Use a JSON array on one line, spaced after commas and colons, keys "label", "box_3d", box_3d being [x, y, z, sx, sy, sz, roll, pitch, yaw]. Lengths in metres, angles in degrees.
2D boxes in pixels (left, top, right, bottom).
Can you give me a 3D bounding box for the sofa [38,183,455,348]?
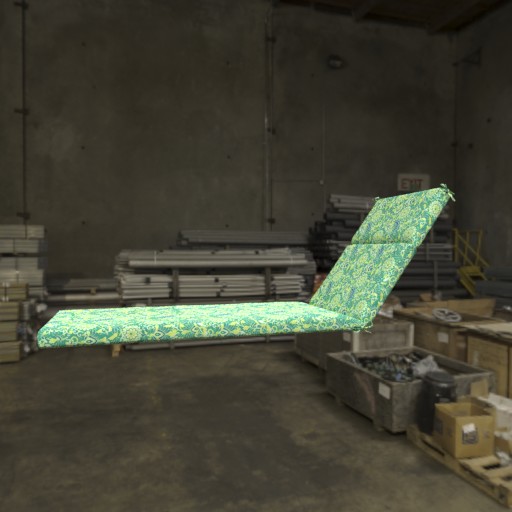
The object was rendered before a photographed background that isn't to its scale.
[{"label": "sofa", "box_3d": [0.000, 0.000, 1.936, 1.663, 0.622, 0.582, 0, 1, -17]}]
